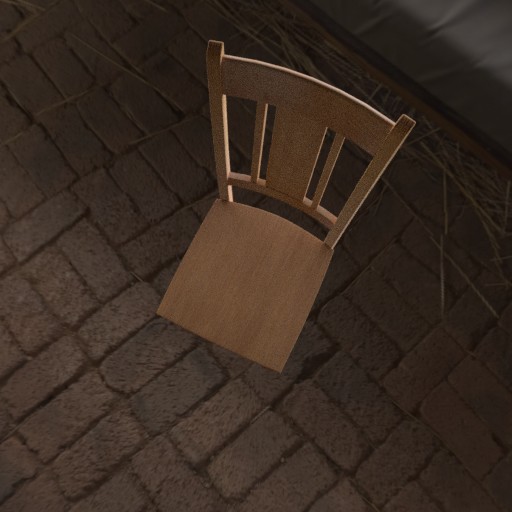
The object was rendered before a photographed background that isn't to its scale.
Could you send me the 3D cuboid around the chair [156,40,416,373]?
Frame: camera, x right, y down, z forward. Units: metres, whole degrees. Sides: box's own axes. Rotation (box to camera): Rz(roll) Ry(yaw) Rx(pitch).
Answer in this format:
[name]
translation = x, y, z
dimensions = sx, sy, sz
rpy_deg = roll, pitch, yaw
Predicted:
[chair]
translation = 0.000, 0.000, 1.306
dimensions = 0.450, 0.998, 0.556
rpy_deg = 24, 76, 6
